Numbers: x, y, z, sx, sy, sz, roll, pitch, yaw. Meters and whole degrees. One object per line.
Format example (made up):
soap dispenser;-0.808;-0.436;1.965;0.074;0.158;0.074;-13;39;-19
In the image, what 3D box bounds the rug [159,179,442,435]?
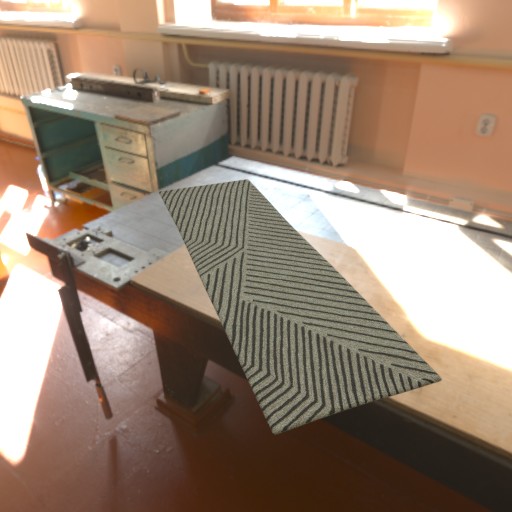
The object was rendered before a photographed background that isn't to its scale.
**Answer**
rug;0.000;0.000;2.730;0.773;0.020;2.439;-11;33;-17
